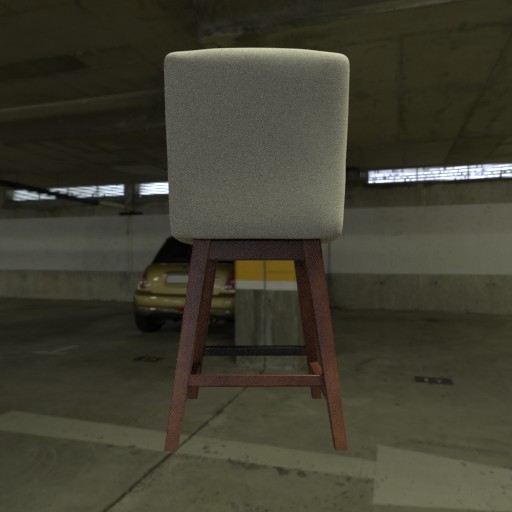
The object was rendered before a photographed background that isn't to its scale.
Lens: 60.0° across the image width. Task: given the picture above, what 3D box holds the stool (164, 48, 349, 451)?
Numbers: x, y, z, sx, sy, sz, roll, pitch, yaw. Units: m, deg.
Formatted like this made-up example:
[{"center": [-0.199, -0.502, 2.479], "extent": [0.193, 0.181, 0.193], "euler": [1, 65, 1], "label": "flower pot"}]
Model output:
[{"center": [0.000, 0.000, 1.316], "extent": [0.469, 0.991, 0.559], "euler": [0, 0, -1], "label": "stool"}]
